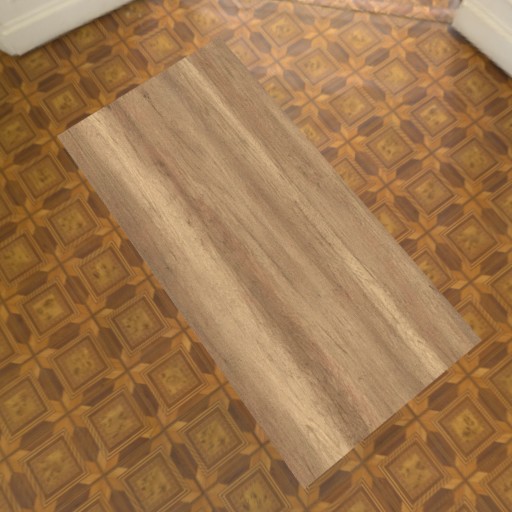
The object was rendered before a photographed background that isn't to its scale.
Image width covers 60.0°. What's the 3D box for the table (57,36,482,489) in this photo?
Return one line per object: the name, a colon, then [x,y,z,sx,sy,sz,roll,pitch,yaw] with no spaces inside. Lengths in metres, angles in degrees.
table: [0.000,0.000,2.261,0.900,0.790,1.800,-36,78,-9]
